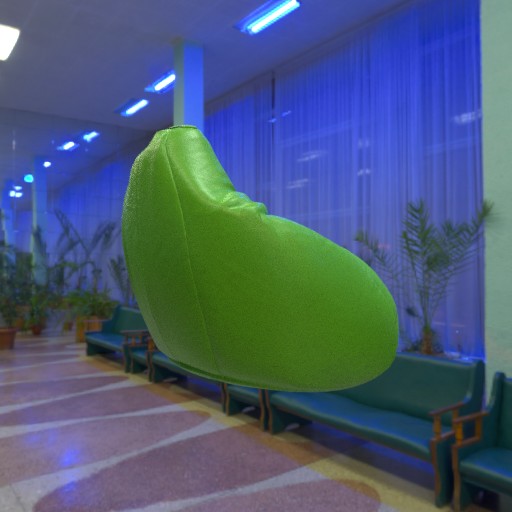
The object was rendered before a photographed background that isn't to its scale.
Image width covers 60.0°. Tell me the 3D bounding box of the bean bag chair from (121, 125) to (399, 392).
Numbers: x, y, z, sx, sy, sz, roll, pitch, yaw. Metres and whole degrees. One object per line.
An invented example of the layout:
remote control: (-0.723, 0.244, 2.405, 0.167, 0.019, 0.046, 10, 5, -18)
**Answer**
bean bag chair: (0.000, 0.000, 1.916, 1.070, 0.990, 1.070, 1, -1, -36)
